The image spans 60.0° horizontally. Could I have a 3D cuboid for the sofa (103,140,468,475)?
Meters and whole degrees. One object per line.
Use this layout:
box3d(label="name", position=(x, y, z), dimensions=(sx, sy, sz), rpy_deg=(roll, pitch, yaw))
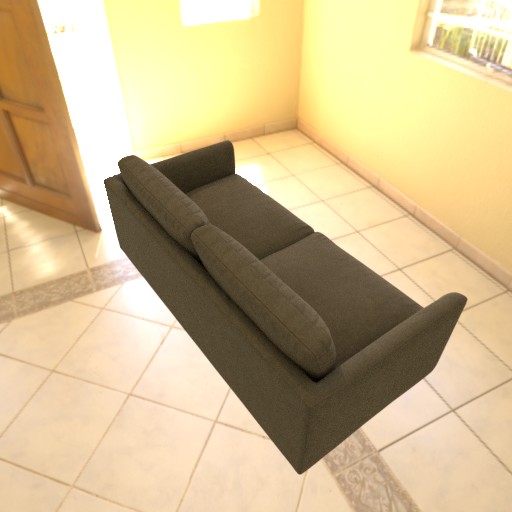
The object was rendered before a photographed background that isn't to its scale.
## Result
box3d(label="sofa", position=(0.000, 0.000, 2.852), dimensions=(1.092, 0.838, 2.257), rpy_deg=(-25, 47, -27))
